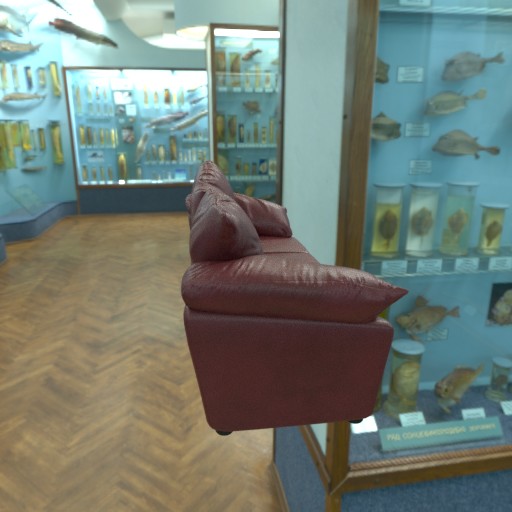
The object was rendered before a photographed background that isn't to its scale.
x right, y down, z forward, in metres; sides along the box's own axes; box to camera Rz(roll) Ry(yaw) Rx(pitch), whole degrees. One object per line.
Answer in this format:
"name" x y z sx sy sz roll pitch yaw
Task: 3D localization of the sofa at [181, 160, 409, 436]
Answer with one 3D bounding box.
"sofa" 0.000 0.000 2.836 0.907 1.091 2.390 -2 16 -8
